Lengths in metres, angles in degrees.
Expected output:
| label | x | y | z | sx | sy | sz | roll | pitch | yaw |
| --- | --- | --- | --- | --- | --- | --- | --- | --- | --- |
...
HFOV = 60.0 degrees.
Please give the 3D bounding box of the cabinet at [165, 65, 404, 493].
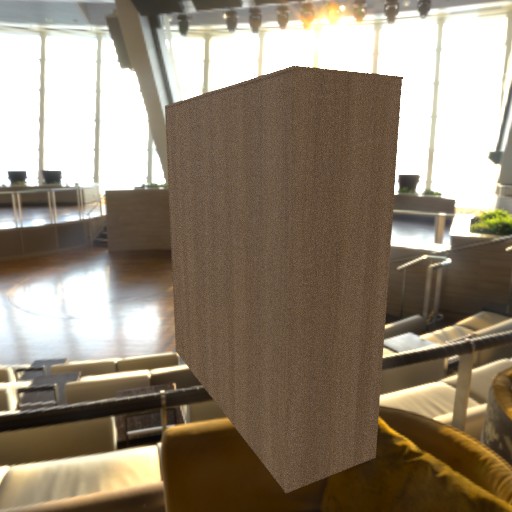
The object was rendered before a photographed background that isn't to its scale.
| label | x | y | z | sx | sy | sz | roll | pitch | yaw |
| --- | --- | --- | --- | --- | --- | --- | --- | --- | --- |
| cabinet | 0.000 | 0.000 | 2.991 | 0.620 | 2.060 | 1.870 | -7 | 15 | -27 |
